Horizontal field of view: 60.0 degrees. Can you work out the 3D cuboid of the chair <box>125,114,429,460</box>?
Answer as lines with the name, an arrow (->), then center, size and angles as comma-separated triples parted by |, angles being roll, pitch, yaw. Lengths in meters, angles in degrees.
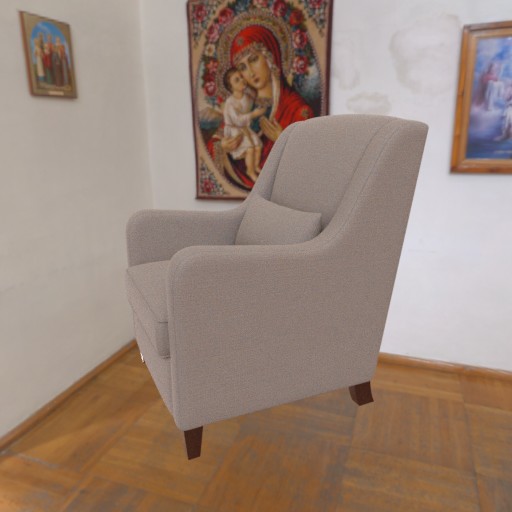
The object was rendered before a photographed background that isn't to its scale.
chair -> 0.000, 0.000, 1.654 | 0.896, 1.017, 0.715 | -8, 18, -24
